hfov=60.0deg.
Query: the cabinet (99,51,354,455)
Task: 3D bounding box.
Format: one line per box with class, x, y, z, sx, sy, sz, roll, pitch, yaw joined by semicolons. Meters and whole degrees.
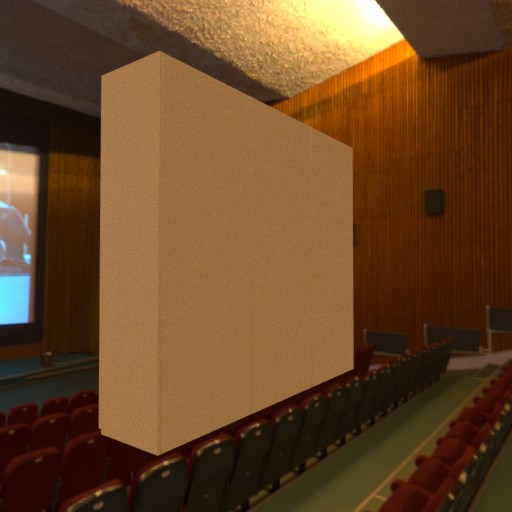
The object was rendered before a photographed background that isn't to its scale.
cabinet;0.000;0.000;3.852;0.590;2.370;2.700;-1;-2;37
